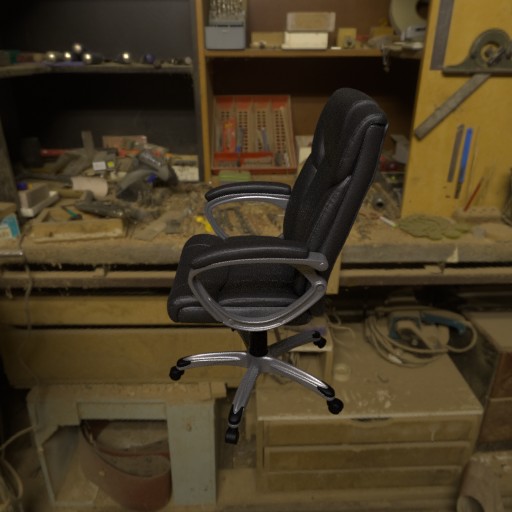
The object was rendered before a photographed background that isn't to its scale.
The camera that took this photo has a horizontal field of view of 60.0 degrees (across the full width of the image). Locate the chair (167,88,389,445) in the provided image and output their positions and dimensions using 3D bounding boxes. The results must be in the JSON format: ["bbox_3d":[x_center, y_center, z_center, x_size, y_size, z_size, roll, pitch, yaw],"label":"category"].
[{"bbox_3d":[0.000,0.000,1.606,0.719,1.130,0.721,0,26,0],"label":"chair"}]
